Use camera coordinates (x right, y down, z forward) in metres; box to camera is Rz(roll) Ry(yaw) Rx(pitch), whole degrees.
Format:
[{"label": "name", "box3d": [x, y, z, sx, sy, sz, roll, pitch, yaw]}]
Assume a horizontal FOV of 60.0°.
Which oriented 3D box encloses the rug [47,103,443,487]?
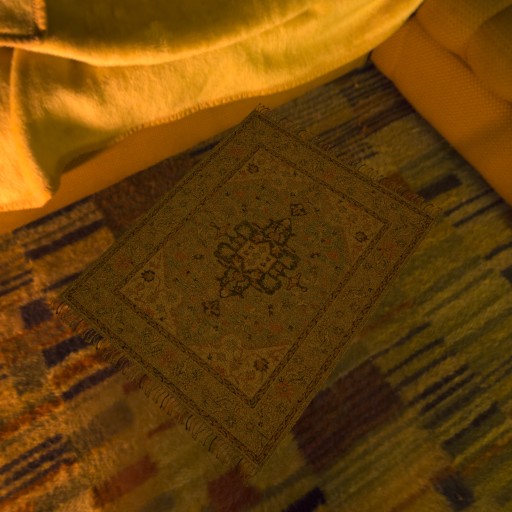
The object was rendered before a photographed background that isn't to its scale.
[{"label": "rug", "box3d": [0.000, 0.000, 3.545, 1.971, 0.010, 2.651, 35, 69, 16]}]
